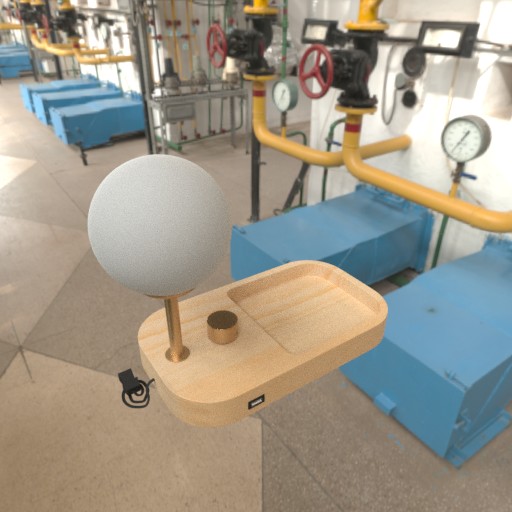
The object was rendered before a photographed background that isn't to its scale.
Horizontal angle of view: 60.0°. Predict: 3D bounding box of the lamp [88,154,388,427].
[{"bbox_3d":[0.000,0.000,0.479,0.331,0.253,0.173,-19,35,-29],"label":"lamp"}]
